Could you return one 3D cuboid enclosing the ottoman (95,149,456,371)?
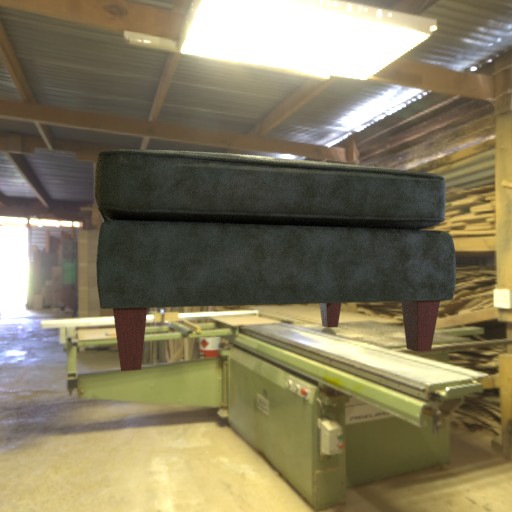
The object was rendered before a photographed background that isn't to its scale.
[{"bbox_3d":[0.000,0.000,1.283,0.864,0.495,0.632,1,-2,-18],"label":"ottoman"}]
